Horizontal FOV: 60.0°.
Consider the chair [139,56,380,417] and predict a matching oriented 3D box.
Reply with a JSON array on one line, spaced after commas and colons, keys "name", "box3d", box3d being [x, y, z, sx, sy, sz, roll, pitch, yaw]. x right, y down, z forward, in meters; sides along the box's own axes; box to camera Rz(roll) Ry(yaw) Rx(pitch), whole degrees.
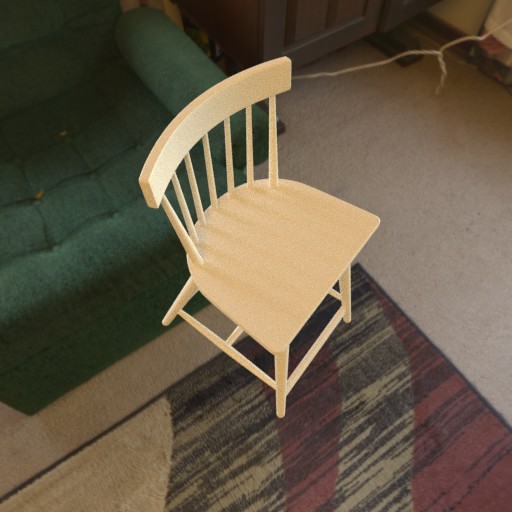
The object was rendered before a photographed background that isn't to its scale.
[{"name": "chair", "box3d": [0.000, 0.000, 1.289, 0.572, 0.952, 0.483, 33, 64, 19]}]
